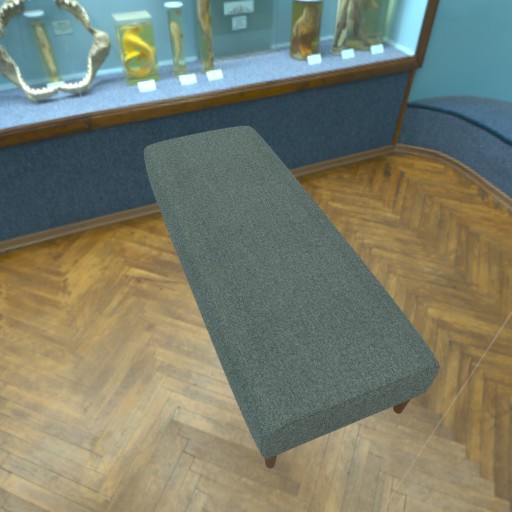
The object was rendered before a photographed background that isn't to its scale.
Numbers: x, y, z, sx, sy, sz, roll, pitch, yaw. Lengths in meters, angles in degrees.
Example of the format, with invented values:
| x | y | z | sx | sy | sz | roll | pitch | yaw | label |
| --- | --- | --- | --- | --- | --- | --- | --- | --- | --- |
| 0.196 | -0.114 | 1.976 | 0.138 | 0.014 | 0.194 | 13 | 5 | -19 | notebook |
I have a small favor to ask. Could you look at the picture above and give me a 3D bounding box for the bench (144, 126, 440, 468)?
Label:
| x | y | z | sx | sy | sz | roll | pitch | yaw | label |
| --- | --- | --- | --- | --- | --- | --- | --- | --- | --- |
| 0.000 | 0.000 | 1.905 | 0.631 | 0.384 | 1.598 | -16 | 47 | -15 | bench |
